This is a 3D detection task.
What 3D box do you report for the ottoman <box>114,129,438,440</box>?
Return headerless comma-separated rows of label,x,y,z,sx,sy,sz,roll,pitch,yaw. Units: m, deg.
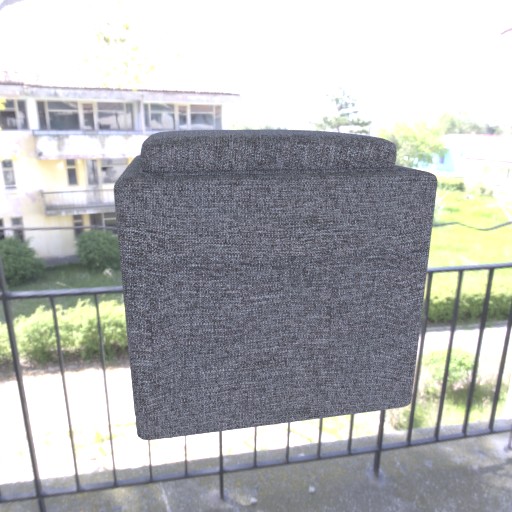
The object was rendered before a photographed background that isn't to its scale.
ottoman,0.000,0.000,0.842,0.450,0.460,0.450,-3,17,-11
